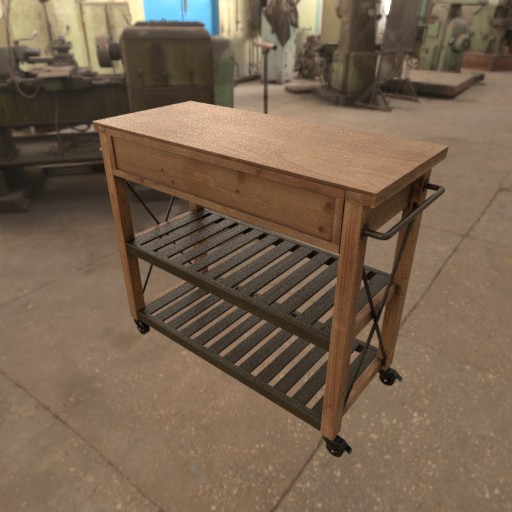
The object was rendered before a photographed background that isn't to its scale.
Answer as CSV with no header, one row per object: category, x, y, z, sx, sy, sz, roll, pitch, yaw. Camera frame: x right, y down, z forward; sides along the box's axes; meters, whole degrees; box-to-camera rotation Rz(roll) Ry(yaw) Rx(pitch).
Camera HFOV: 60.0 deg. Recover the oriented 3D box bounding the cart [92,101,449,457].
cart,0.000,0.000,0.995,0.686,0.554,0.298,22,36,33
